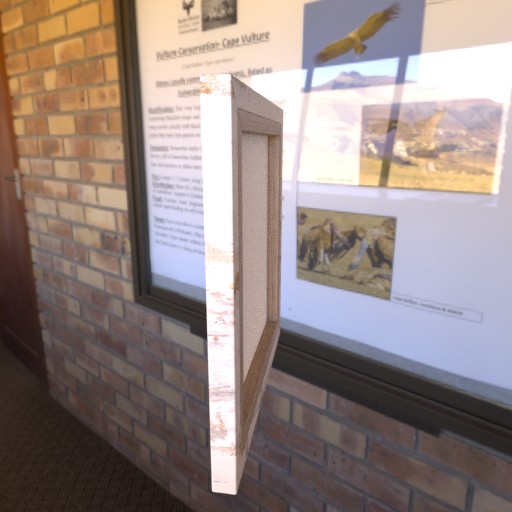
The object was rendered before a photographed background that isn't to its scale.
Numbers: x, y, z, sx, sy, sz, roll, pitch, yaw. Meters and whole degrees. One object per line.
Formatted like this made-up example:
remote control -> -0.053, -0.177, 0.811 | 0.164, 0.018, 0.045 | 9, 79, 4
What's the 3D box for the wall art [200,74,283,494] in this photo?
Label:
wall art -> 0.000, 0.000, 0.909 | 0.040, 0.613, 0.611 | 2, 15, 9
